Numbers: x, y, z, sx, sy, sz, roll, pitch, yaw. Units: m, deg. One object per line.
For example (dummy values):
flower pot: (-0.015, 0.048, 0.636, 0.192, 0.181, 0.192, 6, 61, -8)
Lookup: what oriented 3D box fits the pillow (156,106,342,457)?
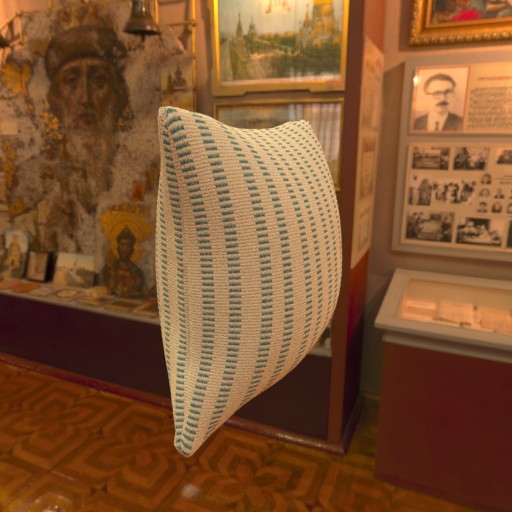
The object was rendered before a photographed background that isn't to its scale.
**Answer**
pillow: (0.000, 0.000, 0.687, 0.247, 0.419, 0.438, 7, 17, 25)
